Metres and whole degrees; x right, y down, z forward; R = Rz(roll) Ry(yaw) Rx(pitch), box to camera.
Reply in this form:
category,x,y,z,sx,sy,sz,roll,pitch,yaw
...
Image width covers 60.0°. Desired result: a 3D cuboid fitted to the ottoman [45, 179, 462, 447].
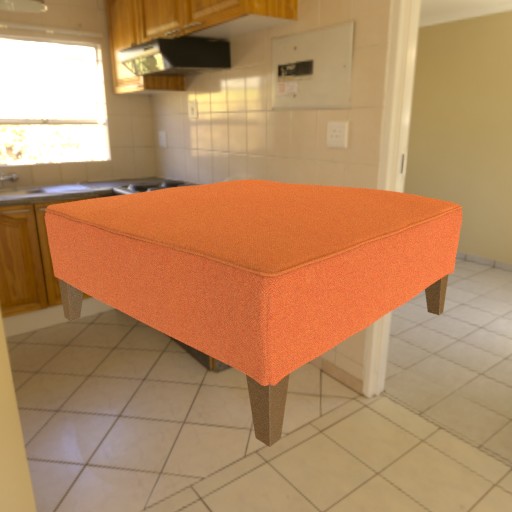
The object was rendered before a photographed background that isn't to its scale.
category,x,y,z,sx,sy,sz,roll,pitch,yaw
ottoman,0.000,0.000,1.499,0.997,0.438,0.999,15,22,41
